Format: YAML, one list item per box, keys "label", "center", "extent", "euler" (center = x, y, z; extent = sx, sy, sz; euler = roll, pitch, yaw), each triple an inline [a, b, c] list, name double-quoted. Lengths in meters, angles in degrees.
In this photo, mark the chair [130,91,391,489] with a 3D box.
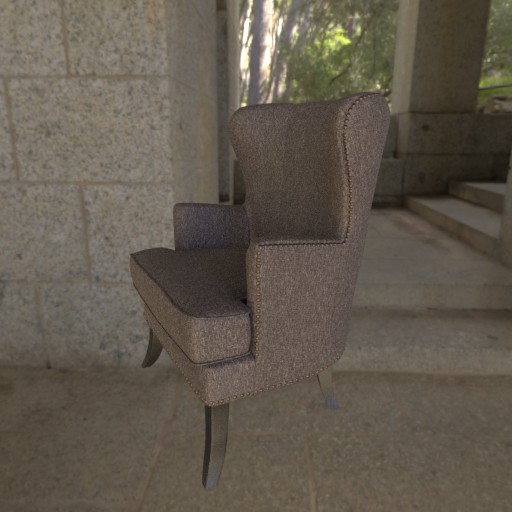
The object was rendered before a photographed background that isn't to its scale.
- label: "chair"
  center: [0.000, 0.000, 1.557]
  extent: [0.758, 1.060, 0.759]
  euler: [-8, 17, -26]
